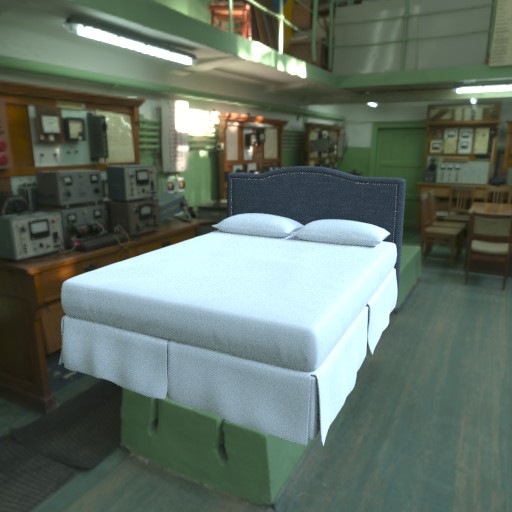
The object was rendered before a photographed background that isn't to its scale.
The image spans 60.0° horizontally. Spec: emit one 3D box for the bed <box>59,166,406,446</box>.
[{"bbox_3d":[0.000,0.000,3.941,2.161,1.457,2.689,7,16,26],"label":"bed"}]
